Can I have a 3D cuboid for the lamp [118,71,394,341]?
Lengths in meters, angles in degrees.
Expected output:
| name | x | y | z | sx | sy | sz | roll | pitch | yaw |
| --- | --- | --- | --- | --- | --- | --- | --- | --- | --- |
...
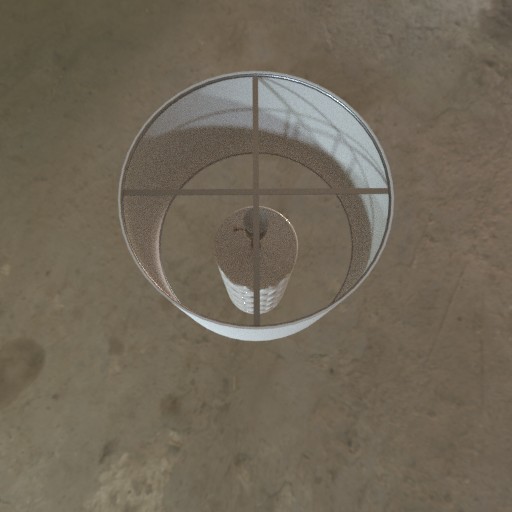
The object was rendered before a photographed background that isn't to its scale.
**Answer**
| name | x | y | z | sx | sy | sz | roll | pitch | yaw |
| --- | --- | --- | --- | --- | --- | --- | --- | --- | --- |
| lamp | 0.000 | 0.000 | 0.832 | 0.324 | 0.636 | 0.325 | 0 | 76 | 0 |
